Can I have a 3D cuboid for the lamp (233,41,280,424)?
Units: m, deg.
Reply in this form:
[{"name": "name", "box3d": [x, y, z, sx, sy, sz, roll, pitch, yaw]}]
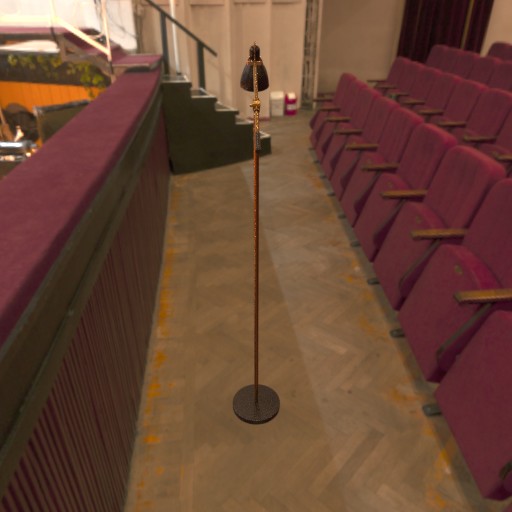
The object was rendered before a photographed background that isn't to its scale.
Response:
[{"name": "lamp", "box3d": [0.000, 0.000, 1.890, 0.235, 1.628, 0.618, -1, 30, -1]}]
